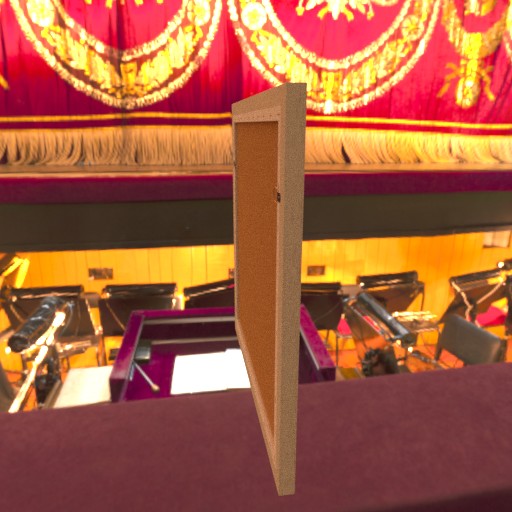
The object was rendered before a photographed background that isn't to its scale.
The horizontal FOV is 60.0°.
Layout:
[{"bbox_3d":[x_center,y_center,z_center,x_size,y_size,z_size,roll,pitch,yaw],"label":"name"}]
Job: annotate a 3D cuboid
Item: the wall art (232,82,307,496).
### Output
[{"bbox_3d":[0.000,0.000,1.504,0.045,1.016,1.016,-3,17,-9],"label":"wall art"}]
